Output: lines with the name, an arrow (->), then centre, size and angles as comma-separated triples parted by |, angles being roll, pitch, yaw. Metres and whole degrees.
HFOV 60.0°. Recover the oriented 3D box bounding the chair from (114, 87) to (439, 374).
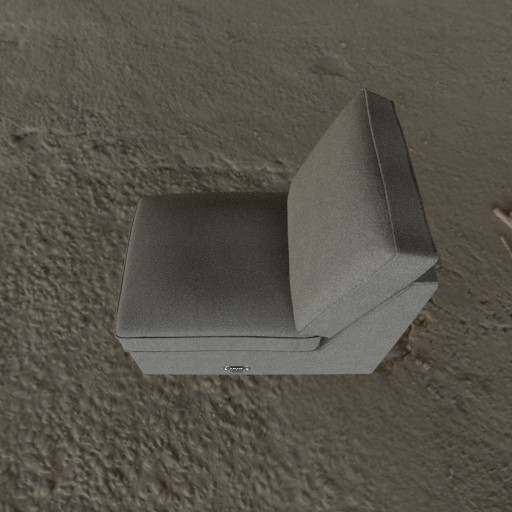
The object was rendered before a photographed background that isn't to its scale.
chair -> 0.000, 0.000, 1.562 | 0.938, 0.970, 0.621 | 0, 58, 0
